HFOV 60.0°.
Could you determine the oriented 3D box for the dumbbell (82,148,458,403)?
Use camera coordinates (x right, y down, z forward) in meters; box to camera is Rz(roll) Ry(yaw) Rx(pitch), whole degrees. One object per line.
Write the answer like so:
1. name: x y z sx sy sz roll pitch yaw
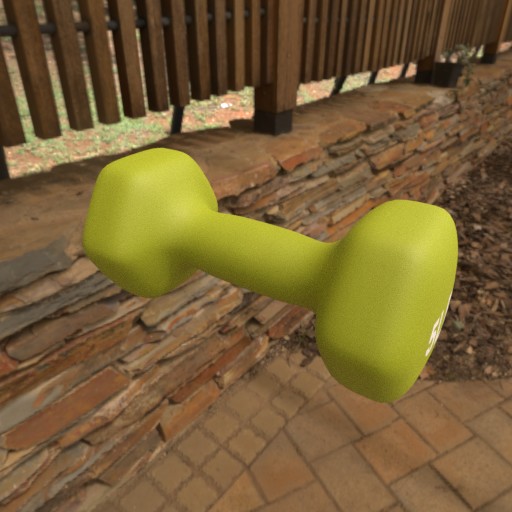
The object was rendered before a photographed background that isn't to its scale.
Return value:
1. dumbbell: 0.000 0.000 0.202 0.164 0.072 0.080 18 35 29
